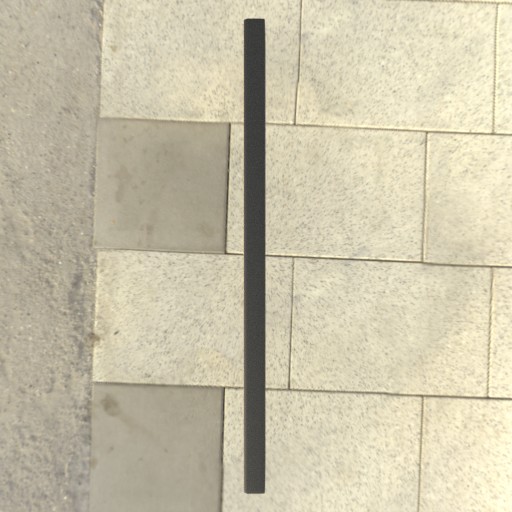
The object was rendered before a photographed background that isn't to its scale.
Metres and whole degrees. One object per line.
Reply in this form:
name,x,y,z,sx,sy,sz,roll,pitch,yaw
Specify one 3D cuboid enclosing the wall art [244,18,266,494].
wall art,0.000,0.000,0.651,0.022,0.453,0.456,0,90,0
